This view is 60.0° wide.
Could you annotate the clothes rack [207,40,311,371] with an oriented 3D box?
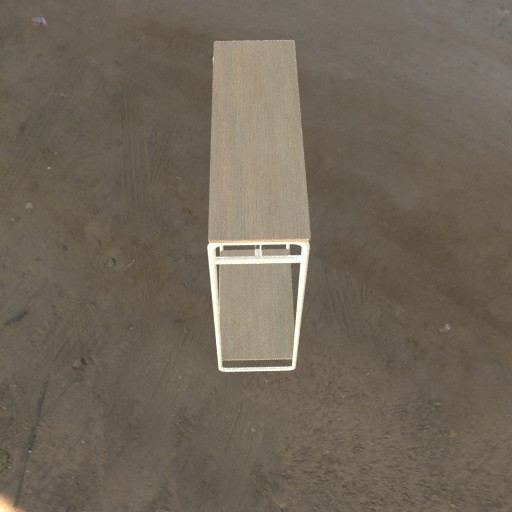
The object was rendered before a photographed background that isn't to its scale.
[{"bbox_3d":[0.000,0.000,1.806,0.400,1.512,0.640,-1,65,-1],"label":"clothes rack"}]
